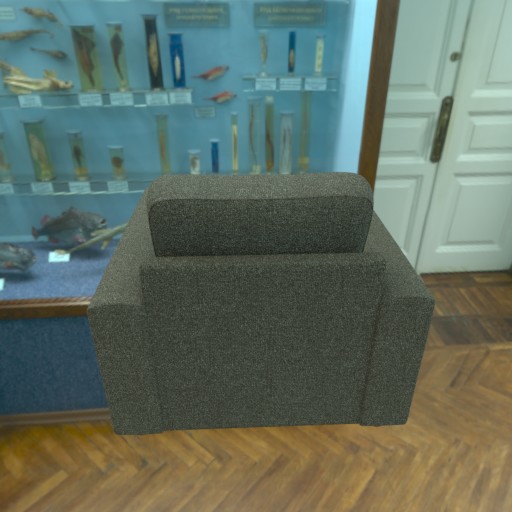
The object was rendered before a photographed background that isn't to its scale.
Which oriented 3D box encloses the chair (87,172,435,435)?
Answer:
[{"bbox_3d":[0.000,0.000,1.752,1.005,0.873,1.016,-1,29,-2],"label":"chair"}]
